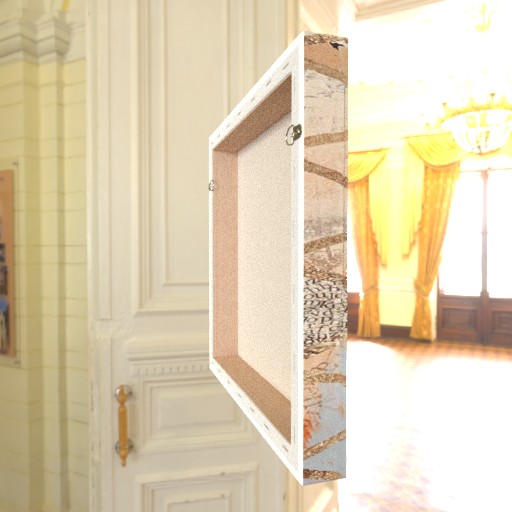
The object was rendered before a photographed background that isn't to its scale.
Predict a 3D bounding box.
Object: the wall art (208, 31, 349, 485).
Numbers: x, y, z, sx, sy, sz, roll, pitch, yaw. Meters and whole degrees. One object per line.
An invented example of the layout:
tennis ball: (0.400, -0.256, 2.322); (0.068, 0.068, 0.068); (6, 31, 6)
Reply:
wall art: (0.000, 0.000, 0.442); (0.036, 0.304, 0.303); (0, 1, -18)
